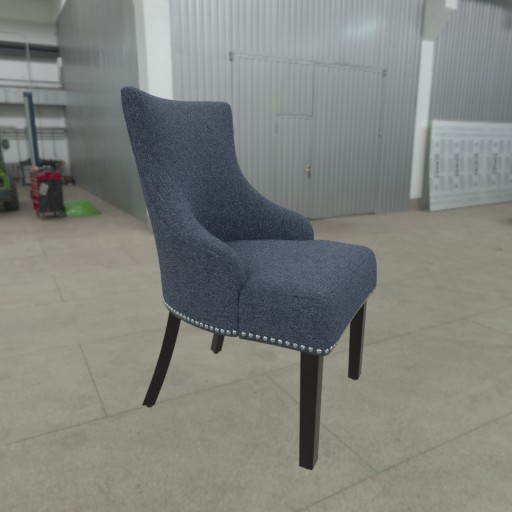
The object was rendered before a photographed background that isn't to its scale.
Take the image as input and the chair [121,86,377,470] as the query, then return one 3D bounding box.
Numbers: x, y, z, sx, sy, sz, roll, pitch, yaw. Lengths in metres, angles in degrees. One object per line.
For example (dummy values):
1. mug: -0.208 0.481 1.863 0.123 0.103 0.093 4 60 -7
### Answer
1. chair: 0.000 0.000 1.296 0.629 0.909 0.566 7 16 25
